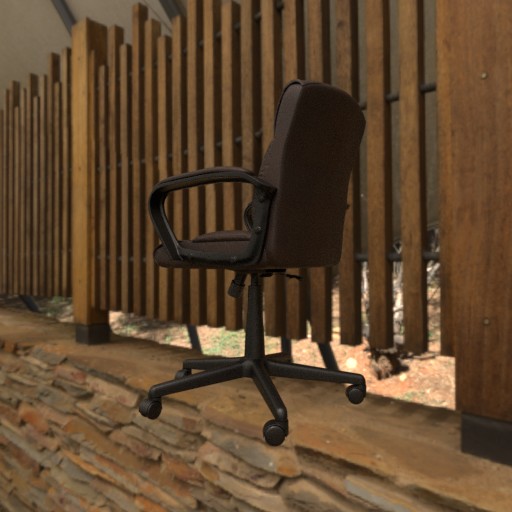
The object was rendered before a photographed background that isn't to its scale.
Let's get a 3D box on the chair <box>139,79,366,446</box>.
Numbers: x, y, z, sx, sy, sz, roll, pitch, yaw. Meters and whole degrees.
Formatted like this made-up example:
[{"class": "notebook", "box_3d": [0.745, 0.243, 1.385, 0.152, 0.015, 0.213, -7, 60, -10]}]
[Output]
[{"class": "chair", "box_3d": [0.000, 0.000, 1.550, 0.717, 1.004, 0.739, 0, -1, 37]}]
